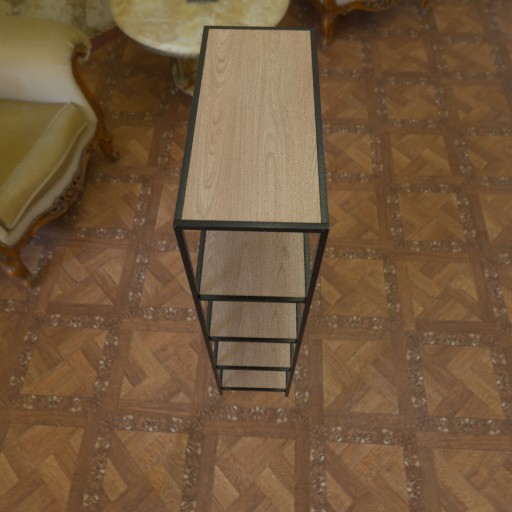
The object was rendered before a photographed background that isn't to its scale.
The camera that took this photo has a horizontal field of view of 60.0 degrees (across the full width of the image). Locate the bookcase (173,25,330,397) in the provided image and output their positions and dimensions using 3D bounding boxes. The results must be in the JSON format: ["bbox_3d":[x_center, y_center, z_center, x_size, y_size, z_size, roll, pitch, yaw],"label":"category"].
[{"bbox_3d":[0.000,0.000,1.827,0.350,1.500,0.770,1,59,1],"label":"bookcase"}]
